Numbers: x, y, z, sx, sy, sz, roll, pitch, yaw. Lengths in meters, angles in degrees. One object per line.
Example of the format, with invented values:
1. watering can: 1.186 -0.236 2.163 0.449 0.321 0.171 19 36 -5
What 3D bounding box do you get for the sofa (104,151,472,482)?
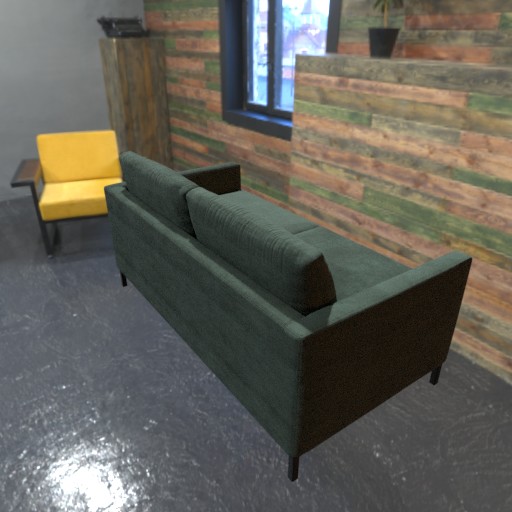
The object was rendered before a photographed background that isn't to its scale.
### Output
1. sofa: 0.000 0.000 2.126 0.875 0.817 1.676 -18 32 -31
